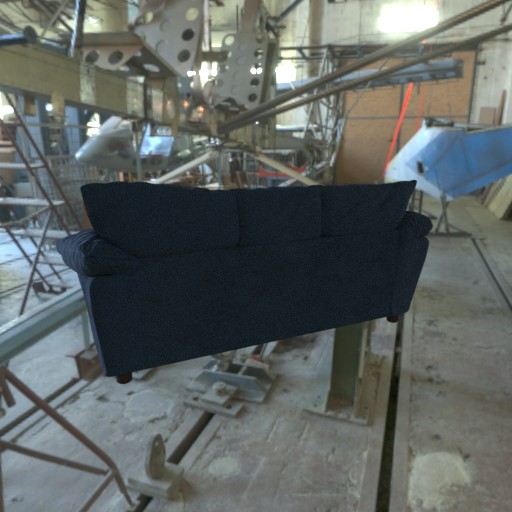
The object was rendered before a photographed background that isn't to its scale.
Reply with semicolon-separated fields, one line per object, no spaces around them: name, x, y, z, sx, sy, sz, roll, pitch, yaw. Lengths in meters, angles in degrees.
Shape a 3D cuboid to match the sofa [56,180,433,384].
sofa;0.000;0.000;2.951;2.390;1.091;0.907;-7;16;-25
